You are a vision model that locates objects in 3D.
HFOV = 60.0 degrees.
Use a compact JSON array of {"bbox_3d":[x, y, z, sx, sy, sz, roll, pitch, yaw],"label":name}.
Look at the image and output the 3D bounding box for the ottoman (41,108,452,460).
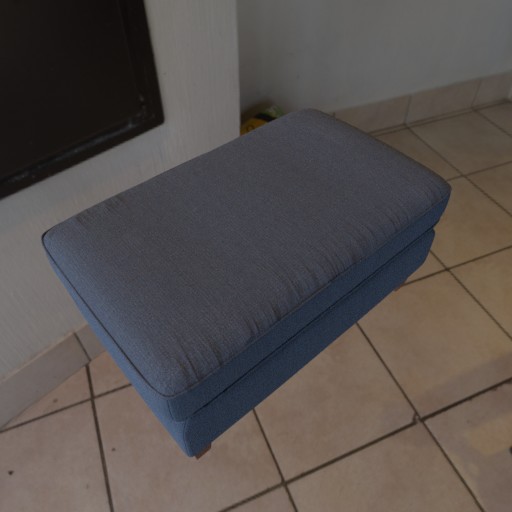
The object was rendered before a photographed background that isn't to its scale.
[{"bbox_3d":[0.000,0.000,1.185,0.885,0.438,0.570,-33,55,-26],"label":"ottoman"}]
